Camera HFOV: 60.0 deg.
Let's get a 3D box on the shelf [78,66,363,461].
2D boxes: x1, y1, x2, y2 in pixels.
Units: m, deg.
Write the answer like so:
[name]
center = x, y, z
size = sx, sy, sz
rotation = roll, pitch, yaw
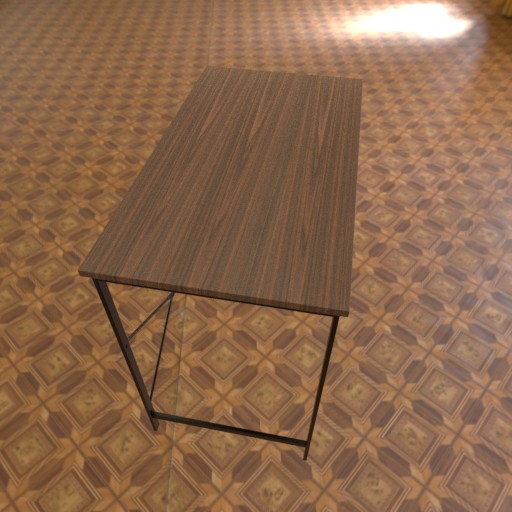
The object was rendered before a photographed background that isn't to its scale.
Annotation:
[shelf]
center = 0.000, 0.000, 1.363
size = 0.498, 0.750, 0.902
rotation = 8, 47, 8
